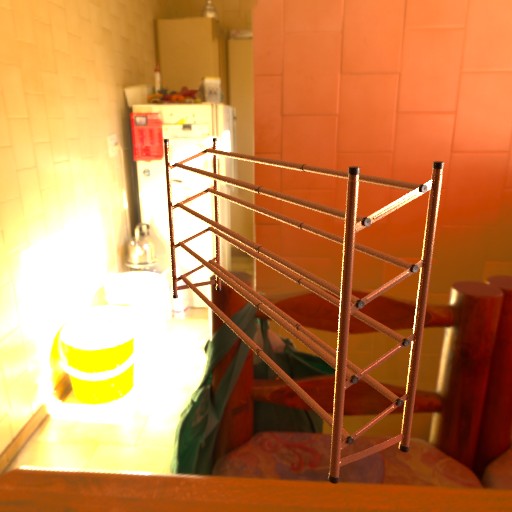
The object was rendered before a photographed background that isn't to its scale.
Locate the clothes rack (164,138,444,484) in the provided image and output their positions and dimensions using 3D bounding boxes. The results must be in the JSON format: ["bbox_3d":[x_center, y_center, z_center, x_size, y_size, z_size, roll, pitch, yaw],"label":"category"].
[{"bbox_3d":[0.000,0.000,1.395,0.229,0.672,1.168,-9,19,-26],"label":"clothes rack"}]
